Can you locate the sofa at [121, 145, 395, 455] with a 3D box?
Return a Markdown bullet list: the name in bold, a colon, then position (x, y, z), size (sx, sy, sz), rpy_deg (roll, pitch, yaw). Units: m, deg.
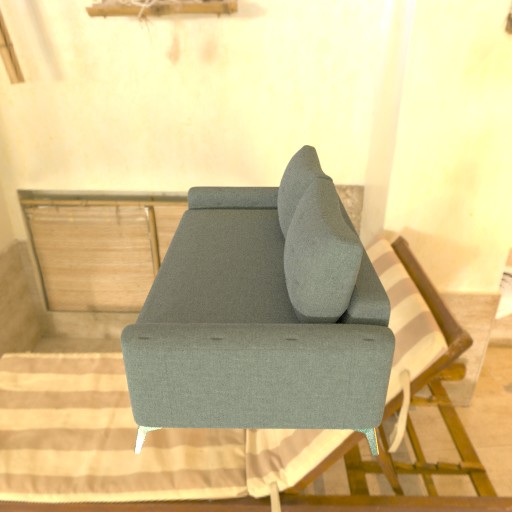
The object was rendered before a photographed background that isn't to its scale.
- **sofa**: position (0.000, 0.000, 2.155), size (0.920, 0.790, 1.650), rpy_deg (0, 26, 1)
